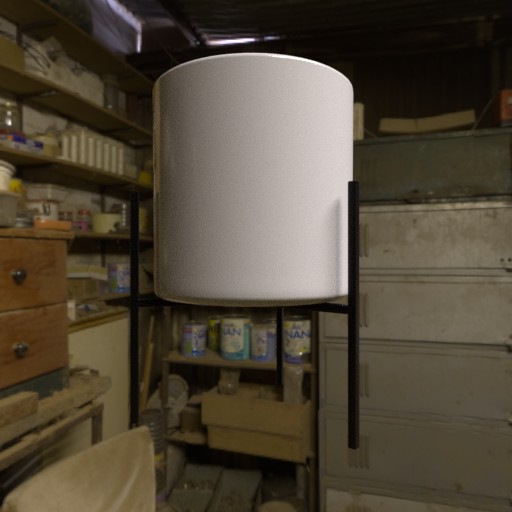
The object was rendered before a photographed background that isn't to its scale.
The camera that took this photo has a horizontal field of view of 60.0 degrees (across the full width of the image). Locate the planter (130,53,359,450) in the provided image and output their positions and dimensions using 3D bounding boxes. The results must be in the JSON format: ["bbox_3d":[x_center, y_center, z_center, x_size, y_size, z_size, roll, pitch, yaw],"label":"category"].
[{"bbox_3d":[0.000,0.000,0.504,0.239,0.356,0.239,0,0,18],"label":"planter"}]
